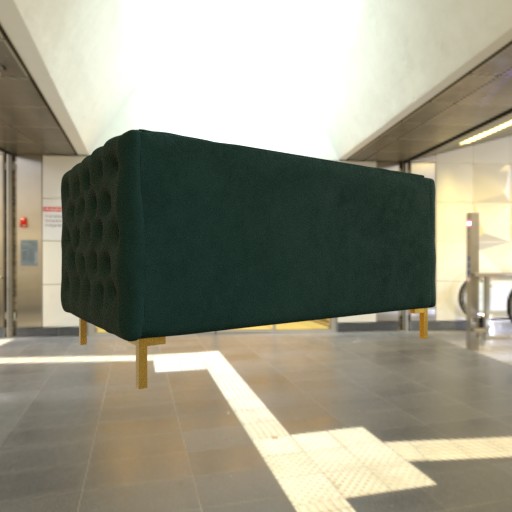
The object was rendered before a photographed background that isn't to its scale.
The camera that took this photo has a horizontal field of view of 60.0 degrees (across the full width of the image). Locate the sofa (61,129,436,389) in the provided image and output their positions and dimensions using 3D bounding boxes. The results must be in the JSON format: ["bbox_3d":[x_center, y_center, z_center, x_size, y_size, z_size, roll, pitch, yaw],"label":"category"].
[{"bbox_3d":[0.000,0.000,2.097,1.583,0.810,0.909,0,0,-35],"label":"sofa"}]
